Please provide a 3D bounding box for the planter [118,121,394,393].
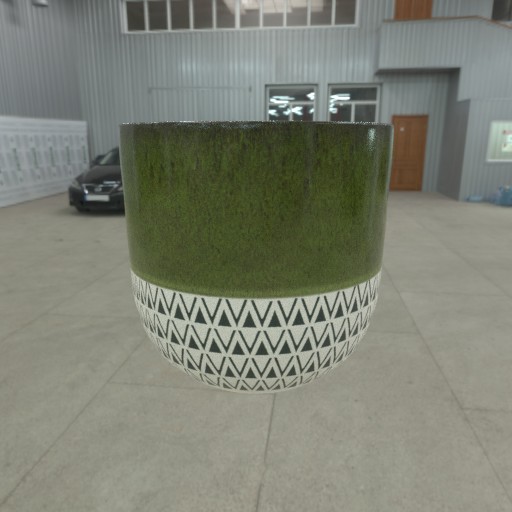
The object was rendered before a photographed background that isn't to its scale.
[{"bbox_3d":[0.000,0.000,0.478,0.266,0.270,0.266,0,15,0],"label":"planter"}]
